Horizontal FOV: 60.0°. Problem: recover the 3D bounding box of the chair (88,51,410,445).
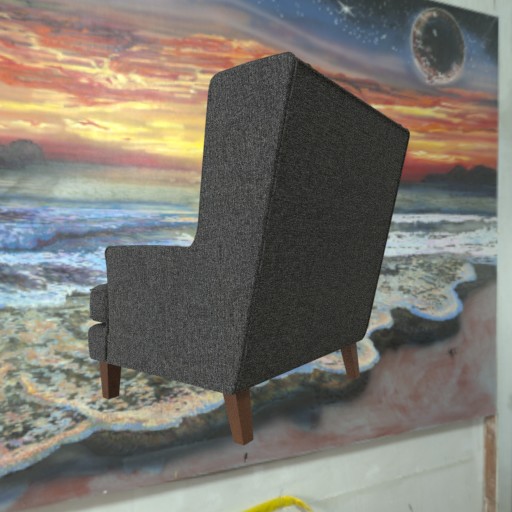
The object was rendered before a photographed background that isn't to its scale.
[{"bbox_3d":[0.000,0.000,1.768,0.927,1.082,0.942,1,2,36],"label":"chair"}]
